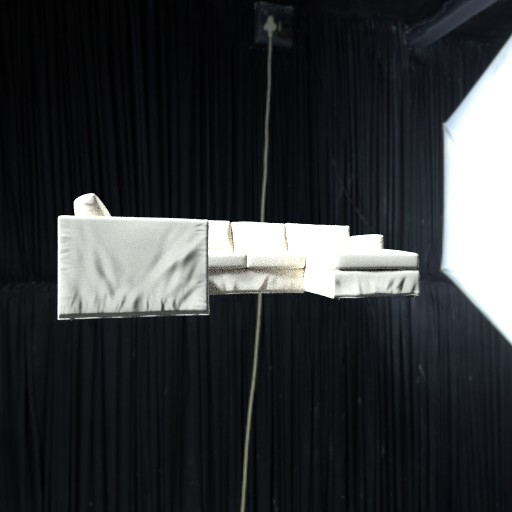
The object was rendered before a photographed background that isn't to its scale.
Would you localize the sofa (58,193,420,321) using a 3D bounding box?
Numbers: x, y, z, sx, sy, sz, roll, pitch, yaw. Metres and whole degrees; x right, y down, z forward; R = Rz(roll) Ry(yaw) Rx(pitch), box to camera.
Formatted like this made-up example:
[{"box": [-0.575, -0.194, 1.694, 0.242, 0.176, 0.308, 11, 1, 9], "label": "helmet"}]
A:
[{"box": [0.000, 0.000, 4.553, 3.460, 0.882, 2.427, 0, 0, -17], "label": "sofa"}]
